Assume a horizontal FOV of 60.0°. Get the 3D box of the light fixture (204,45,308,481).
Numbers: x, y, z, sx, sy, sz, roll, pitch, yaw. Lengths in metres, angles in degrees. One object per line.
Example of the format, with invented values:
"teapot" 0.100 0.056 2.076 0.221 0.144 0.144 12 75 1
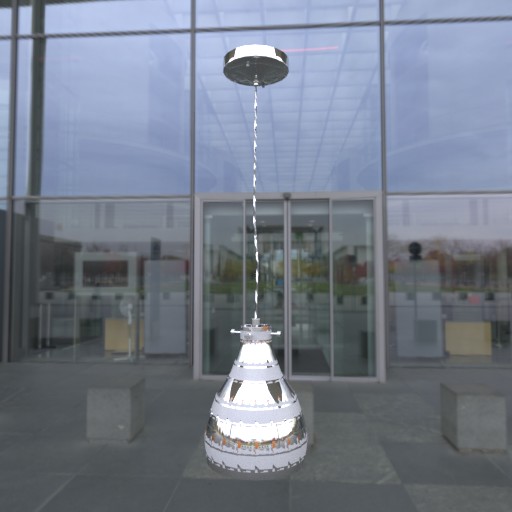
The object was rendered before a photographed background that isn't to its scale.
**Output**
"light fixture" 0.000 0.000 1.630 0.374 1.457 0.374 -1 -3 19
